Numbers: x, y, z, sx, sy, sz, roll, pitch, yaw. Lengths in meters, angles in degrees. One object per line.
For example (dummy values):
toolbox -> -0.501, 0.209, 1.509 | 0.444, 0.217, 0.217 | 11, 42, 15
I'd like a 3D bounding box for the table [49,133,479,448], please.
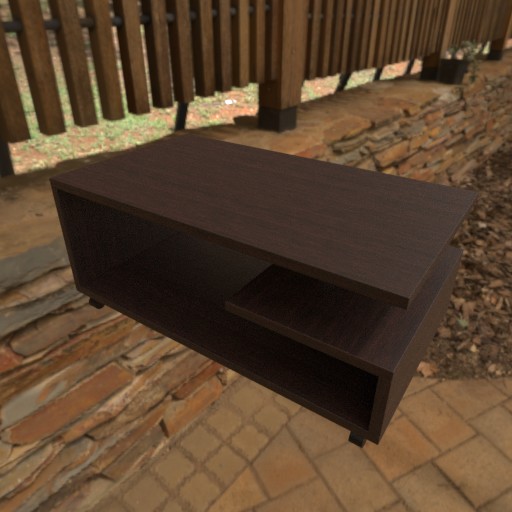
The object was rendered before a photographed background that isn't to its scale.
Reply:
table -> 0.000, 0.000, 1.352 | 1.050, 0.460, 0.590 | 19, 35, 29
